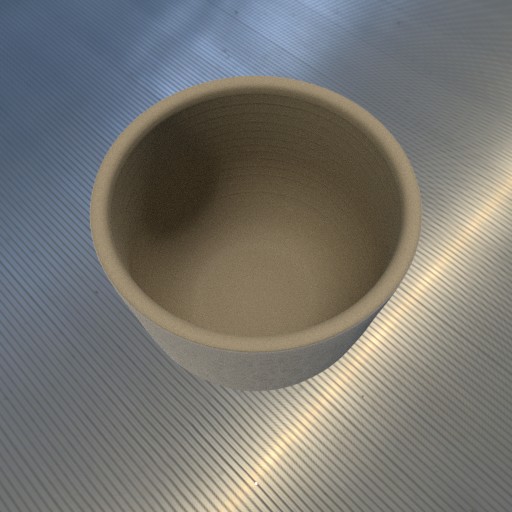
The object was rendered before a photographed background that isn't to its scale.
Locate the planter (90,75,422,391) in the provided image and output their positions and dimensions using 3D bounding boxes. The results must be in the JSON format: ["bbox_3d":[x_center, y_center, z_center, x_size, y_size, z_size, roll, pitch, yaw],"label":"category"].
[{"bbox_3d":[0.000,0.000,0.216,0.124,0.109,0.124,0,63,0],"label":"planter"}]
